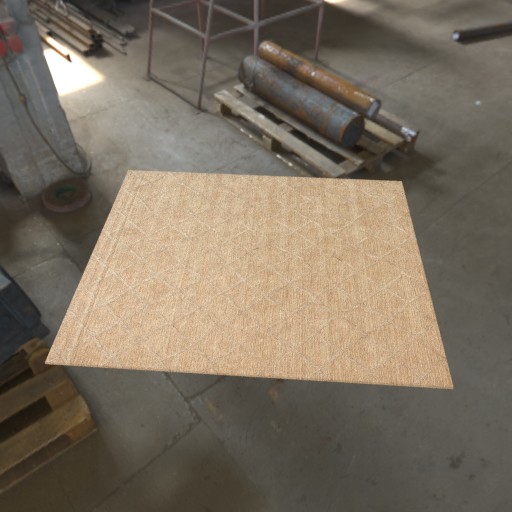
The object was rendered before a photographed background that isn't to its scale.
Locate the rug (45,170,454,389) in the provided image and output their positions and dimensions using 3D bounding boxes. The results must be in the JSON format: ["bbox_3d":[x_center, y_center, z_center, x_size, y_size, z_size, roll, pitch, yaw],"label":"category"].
[{"bbox_3d":[0.000,0.000,4.101,3.039,0.019,2.420,3,47,3],"label":"rug"}]
